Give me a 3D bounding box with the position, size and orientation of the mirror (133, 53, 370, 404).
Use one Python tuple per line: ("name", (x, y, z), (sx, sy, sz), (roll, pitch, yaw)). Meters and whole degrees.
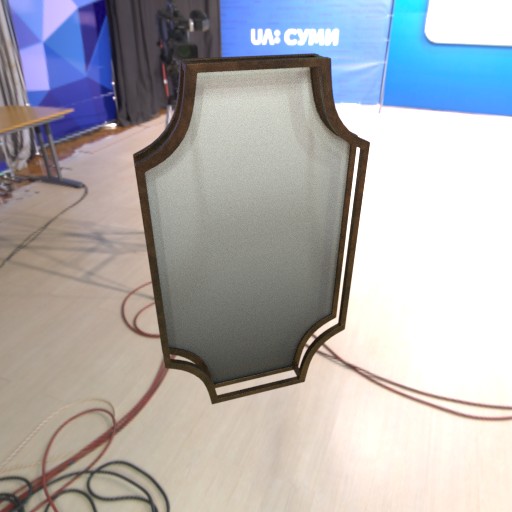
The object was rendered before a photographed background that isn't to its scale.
("mirror", (0.000, 0.000, 0.987), (0.462, 0.811, 0.066), (-9, 33, -15))
